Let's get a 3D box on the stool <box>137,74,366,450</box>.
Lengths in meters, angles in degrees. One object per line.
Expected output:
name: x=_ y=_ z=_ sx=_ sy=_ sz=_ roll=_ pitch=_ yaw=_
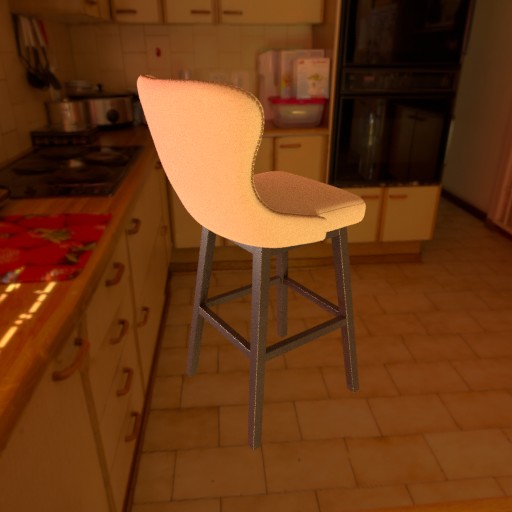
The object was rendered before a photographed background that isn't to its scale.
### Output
stool: x=0.000 y=0.000 z=1.399 sx=0.605 sy=1.066 sz=0.528 roll=-17 pitch=29 yaw=-32
